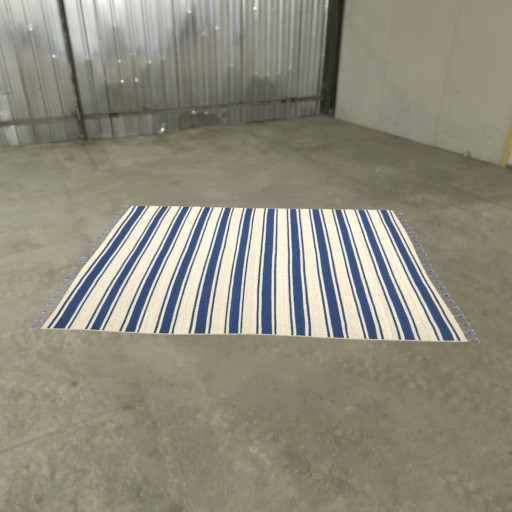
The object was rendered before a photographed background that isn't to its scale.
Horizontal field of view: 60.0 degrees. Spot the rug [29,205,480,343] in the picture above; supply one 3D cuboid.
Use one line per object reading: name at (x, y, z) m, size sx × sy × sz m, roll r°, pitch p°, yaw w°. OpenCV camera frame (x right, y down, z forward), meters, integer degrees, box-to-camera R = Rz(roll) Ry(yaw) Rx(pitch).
rug at (0.000, 0.000, 4.375) m, size 3.416 × 0.016 × 2.471 m, roll 1°, pitch 29°, yaw 2°
